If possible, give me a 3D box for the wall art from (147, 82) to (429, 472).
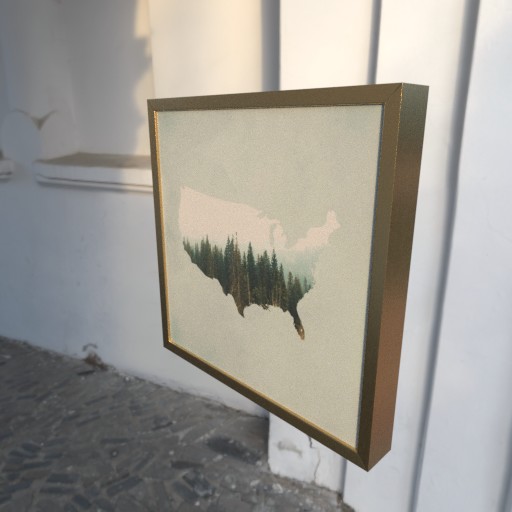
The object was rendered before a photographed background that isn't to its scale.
[{"bbox_3d":[0.000,0.000,0.443,0.038,0.304,0.304,-16,23,-42],"label":"wall art"}]
